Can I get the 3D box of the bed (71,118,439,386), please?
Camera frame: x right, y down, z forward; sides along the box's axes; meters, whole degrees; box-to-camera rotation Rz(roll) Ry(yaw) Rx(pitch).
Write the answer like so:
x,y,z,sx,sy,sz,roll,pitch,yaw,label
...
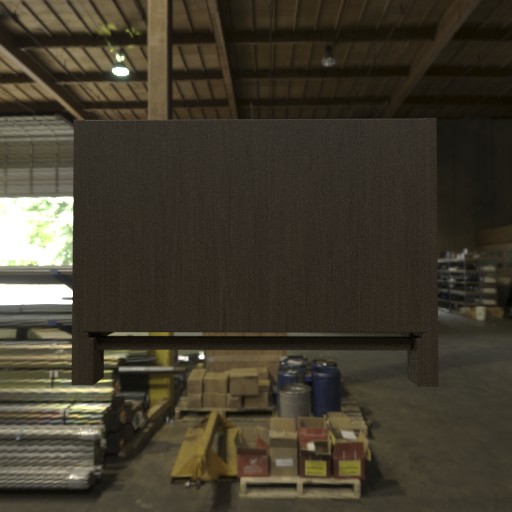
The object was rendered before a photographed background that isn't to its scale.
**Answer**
x,y,z,sx,sy,sz,roll,pitch,yaw,label
0.000,0.000,3.088,1.735,1.261,1.992,0,-1,1,bed
